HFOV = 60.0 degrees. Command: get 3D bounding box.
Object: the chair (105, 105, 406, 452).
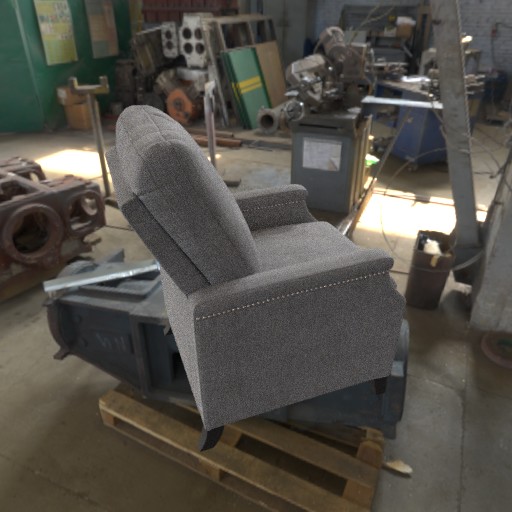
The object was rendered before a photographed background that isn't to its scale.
[{"bbox_3d":[0.000,0.000,1.637,0.922,1.049,0.710,-11,32,-18],"label":"chair"}]
